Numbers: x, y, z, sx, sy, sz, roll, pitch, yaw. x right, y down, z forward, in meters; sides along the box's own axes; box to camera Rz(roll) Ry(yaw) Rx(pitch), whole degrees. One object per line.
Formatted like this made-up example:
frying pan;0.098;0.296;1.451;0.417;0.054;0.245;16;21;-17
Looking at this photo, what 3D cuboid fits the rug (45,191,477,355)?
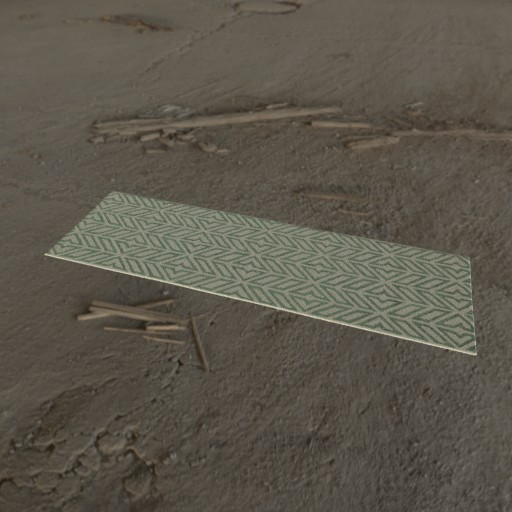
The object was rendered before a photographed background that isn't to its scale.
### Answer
rug;0.000;0.000;2.655;2.435;0.009;0.750;12;42;13
